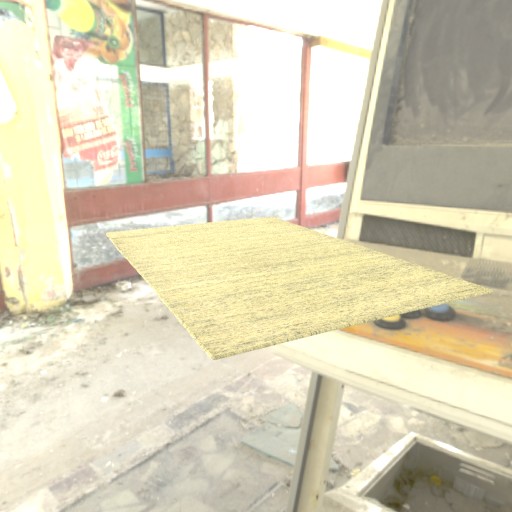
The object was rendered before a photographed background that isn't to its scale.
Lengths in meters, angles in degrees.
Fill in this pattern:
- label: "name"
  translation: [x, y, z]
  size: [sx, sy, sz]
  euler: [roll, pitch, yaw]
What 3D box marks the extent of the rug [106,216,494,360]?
- label: "rug"
  translation: [0.000, 0.000, 2.849]
  size: [1.523, 0.017, 2.263]
  euler: [-8, 17, -26]
